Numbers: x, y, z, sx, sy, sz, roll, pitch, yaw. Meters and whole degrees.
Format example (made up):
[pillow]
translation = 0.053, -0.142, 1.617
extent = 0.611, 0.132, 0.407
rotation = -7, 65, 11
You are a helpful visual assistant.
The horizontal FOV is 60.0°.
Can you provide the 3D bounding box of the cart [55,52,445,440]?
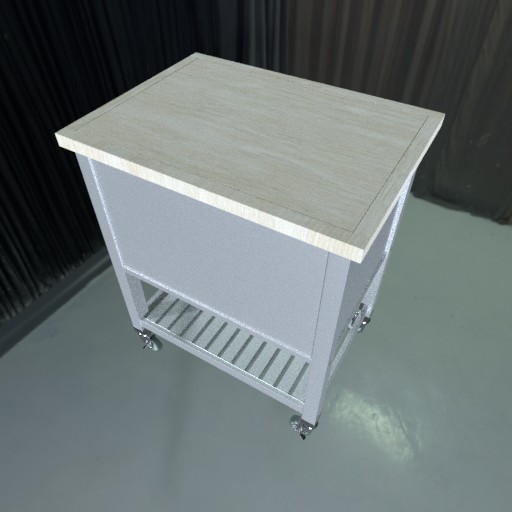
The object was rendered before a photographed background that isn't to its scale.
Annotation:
[cart]
translation = 0.000, 0.000, 1.394
extent = 0.762, 0.914, 0.559
rotation = 23, 50, 21
